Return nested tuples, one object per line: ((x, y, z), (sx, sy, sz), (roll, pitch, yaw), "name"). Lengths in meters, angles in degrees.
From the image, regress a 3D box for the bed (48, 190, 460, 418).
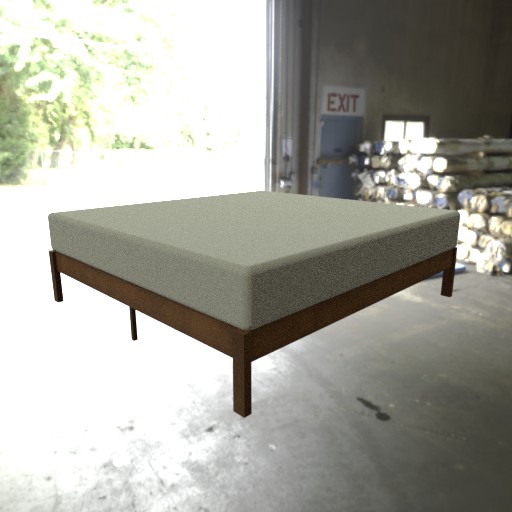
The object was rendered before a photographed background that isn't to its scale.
((0.000, 0.000, 3.052), (1.930, 0.616, 2.049), (14, 20, 43), "bed")
